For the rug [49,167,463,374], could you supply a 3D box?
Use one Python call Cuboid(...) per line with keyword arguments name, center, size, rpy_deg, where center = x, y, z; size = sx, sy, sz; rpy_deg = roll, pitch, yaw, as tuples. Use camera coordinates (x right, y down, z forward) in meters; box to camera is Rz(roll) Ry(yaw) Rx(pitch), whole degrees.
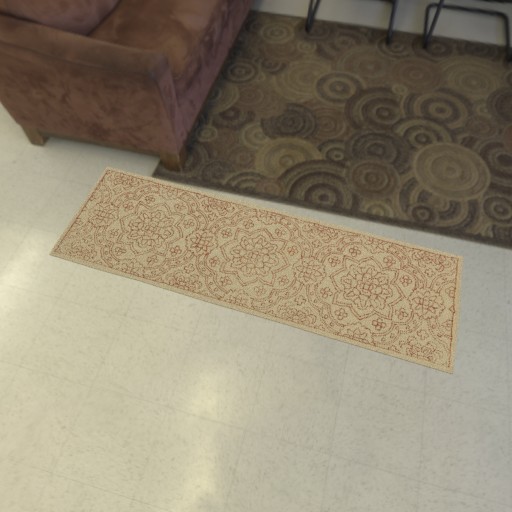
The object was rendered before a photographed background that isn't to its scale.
Cuboid(name="rug", center=(0.000, 0.000, 2.732), size=(2.448, 0.012, 0.769), rpy_deg=(15, 60, 9))
